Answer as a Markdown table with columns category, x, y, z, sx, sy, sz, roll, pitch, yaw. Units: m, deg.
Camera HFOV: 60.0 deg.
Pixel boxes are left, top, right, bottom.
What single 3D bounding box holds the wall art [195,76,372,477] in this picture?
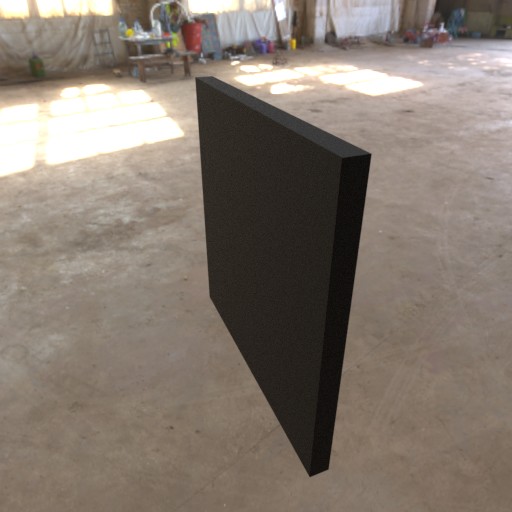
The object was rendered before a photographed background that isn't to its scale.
| category | x | y | z | sx | sy | sz | roll | pitch | yaw |
| --- | --- | --- | --- | --- | --- | --- | --- | --- | --- |
| wall art | 0.000 | 0.000 | 0.690 | 0.030 | 0.458 | 0.462 | -12 | 33 | -19 |
